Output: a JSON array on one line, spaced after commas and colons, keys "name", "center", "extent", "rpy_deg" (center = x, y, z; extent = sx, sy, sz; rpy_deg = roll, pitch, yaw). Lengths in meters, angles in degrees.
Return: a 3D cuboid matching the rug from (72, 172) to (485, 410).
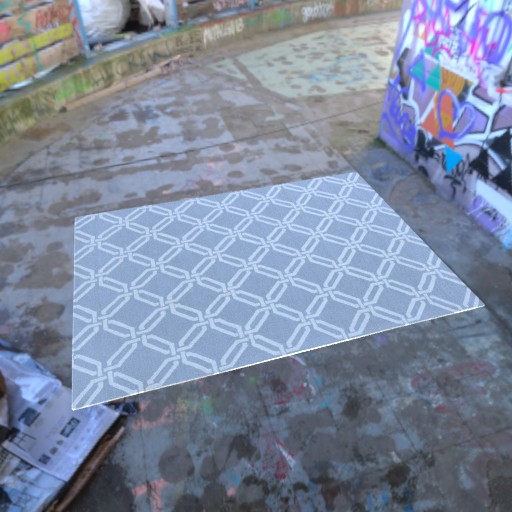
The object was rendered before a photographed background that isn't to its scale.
[{"name": "rug", "center": [0.000, 0.000, 2.712], "extent": [2.133, 0.013, 1.522], "rpy_deg": [-11, 41, -13]}]
